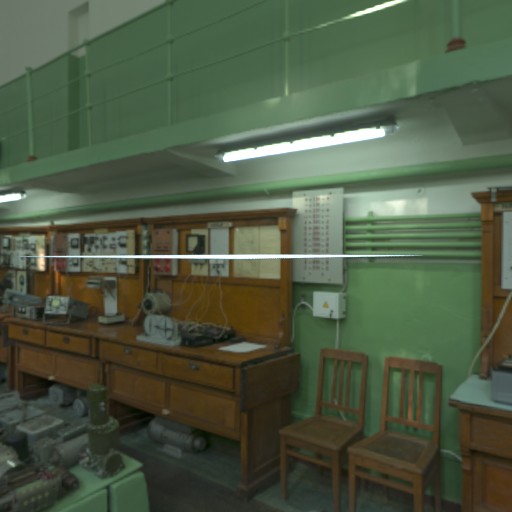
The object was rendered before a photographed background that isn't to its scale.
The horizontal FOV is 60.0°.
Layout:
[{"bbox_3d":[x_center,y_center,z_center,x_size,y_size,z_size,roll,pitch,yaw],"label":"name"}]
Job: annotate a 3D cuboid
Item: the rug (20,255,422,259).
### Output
[{"bbox_3d":[0.000,0.000,2.308,1.206,0.003,1.835,0,1,35],"label":"rug"}]
